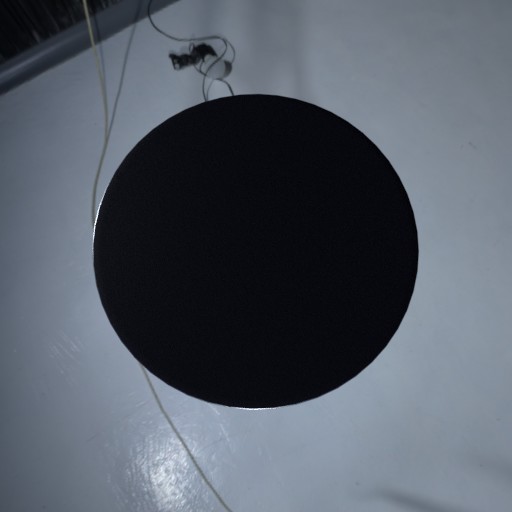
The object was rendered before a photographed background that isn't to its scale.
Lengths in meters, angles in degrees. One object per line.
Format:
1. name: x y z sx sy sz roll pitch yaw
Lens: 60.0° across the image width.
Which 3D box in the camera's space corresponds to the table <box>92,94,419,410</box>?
1. table: 0.000 0.000 1.631 1.029 0.491 1.029 0 77 0
